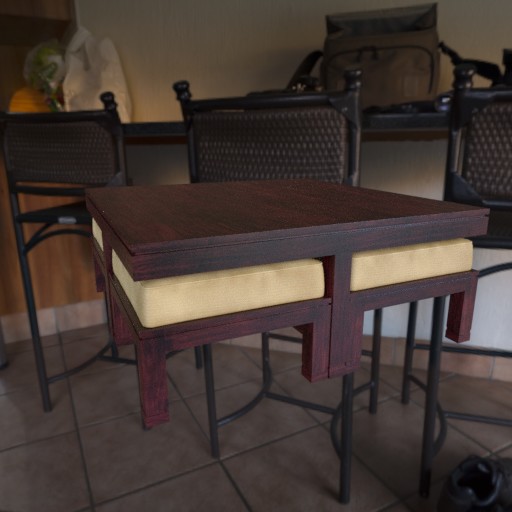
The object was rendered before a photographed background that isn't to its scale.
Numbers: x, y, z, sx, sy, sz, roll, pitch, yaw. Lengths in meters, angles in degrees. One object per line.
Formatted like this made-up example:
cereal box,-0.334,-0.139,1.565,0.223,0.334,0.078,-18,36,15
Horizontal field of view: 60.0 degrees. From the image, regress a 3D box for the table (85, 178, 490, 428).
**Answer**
table,0.000,0.000,1.337,0.865,0.356,0.865,-7,17,-24
